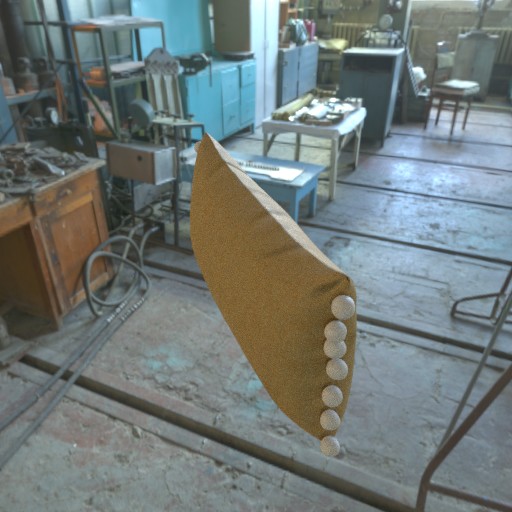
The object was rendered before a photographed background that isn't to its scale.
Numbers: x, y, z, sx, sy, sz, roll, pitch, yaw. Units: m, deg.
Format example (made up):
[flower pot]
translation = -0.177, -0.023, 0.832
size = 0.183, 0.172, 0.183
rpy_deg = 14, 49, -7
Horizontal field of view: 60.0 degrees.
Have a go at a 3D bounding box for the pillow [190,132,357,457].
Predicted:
[pillow]
translation = 0.000, 0.000, 0.864
size = 0.201, 0.322, 0.709
rpy_deg = -11, 32, -18
